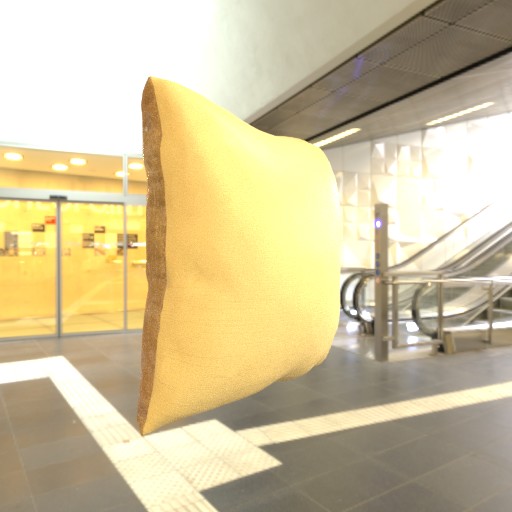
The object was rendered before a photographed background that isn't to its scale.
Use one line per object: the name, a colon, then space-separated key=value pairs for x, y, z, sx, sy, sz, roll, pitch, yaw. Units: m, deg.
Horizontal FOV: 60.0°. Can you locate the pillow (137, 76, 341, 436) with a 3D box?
pillow: x=0.000 y=0.000 z=0.720 sx=0.245 sy=0.448 sz=0.450 roll=0 pitch=1 yaw=37
